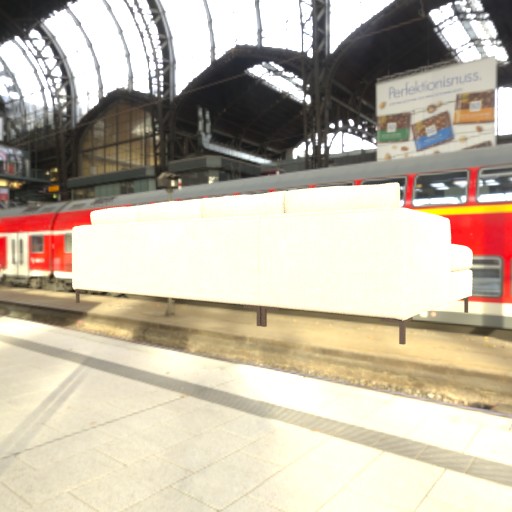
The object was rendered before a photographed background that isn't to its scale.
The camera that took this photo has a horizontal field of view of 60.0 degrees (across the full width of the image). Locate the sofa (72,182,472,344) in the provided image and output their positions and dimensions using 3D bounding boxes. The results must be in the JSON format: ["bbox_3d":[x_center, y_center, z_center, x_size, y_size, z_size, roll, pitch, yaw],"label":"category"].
[{"bbox_3d":[0.000,0.000,3.536,2.923,0.816,1.469,1,1,37],"label":"sofa"}]
